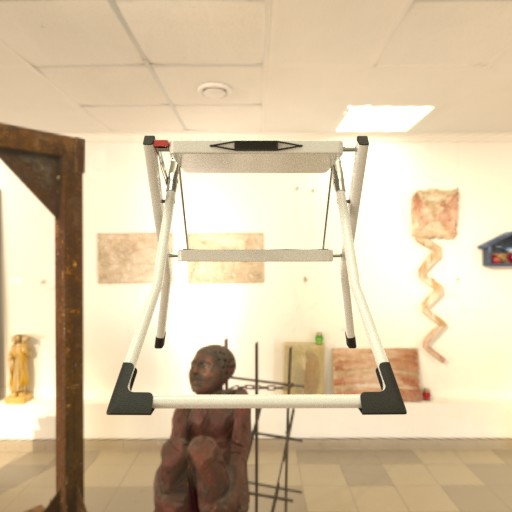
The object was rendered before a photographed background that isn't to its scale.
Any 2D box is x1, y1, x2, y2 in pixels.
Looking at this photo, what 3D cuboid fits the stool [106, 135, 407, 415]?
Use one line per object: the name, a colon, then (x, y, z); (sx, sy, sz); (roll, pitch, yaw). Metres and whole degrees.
stool: (0.000, 0.000, 0.867); (0.485, 0.445, 0.490); (0, 0, 0)
